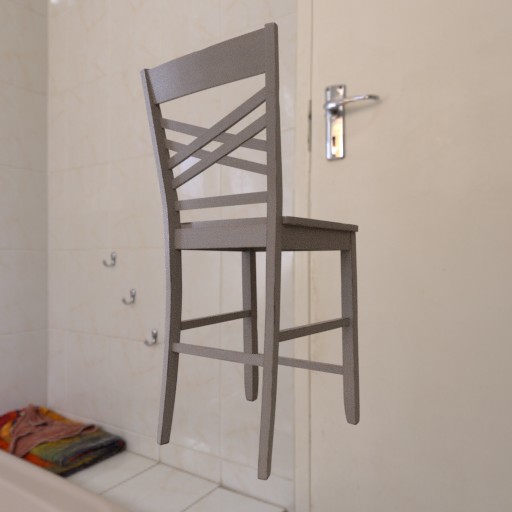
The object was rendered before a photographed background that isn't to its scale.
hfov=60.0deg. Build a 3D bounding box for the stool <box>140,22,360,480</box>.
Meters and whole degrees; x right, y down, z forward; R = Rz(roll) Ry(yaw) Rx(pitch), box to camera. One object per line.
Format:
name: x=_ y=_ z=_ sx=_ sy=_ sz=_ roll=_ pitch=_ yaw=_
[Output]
stool: x=0.000 y=0.000 z=1.355 sx=0.462 sy=1.079 sz=0.539 roll=0 pitch=-1 yaw=35
